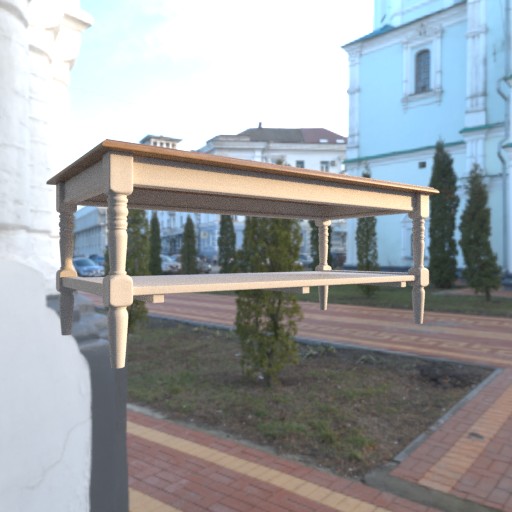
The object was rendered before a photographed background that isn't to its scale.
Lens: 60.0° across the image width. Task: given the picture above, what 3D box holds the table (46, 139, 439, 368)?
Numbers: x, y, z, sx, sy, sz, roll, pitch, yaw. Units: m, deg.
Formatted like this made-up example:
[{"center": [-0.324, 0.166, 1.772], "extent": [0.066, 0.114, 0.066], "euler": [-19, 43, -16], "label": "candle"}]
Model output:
[{"center": [0.000, 0.000, 1.399], "extent": [1.118, 0.458, 0.559], "euler": [0, 0, -35], "label": "table"}]
